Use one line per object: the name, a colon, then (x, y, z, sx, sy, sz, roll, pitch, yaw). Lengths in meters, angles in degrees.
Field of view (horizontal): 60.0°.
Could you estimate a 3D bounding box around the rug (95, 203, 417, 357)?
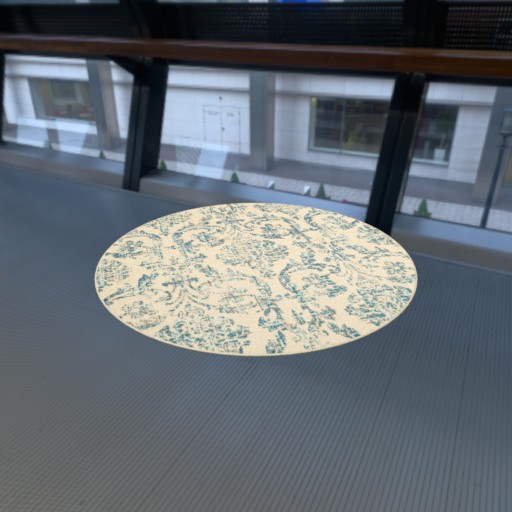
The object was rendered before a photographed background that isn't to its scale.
rug: (0.000, 0.000, 2.299, 1.593, 0.012, 1.593, 0, 27, 0)
